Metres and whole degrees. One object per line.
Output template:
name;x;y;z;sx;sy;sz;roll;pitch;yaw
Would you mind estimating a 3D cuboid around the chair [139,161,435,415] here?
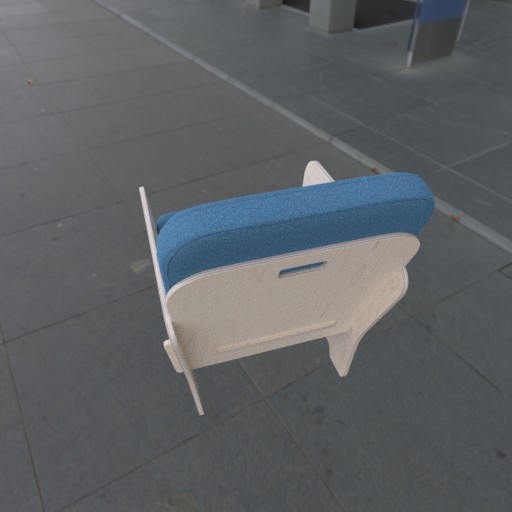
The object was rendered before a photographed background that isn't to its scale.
chair;0.000;0.000;1.169;0.547;0.747;0.657;-11;42;-13
